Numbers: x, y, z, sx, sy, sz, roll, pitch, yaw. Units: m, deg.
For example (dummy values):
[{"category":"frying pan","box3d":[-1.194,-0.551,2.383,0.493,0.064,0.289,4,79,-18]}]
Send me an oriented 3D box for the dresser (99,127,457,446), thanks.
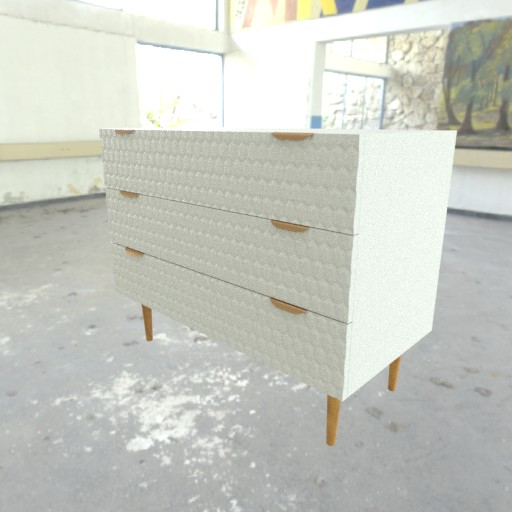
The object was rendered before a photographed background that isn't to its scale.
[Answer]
[{"category":"dresser","box3d":[0.000,0.000,1.314,0.905,0.721,0.457,15,23,41]}]
